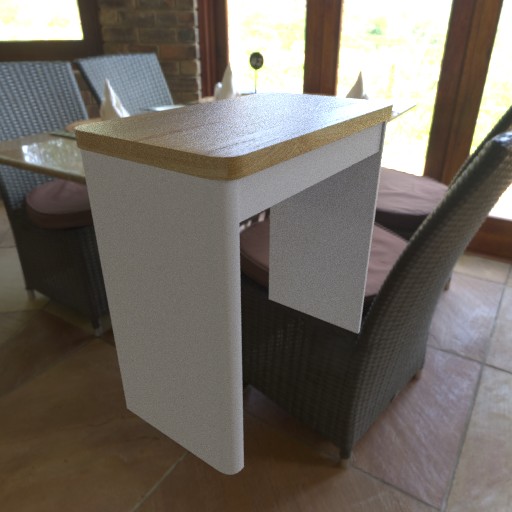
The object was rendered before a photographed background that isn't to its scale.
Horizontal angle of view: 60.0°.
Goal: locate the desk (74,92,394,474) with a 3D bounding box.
[{"bbox_3d":[0.000,0.000,1.273,0.440,0.790,0.760,18,32,32],"label":"desk"}]
